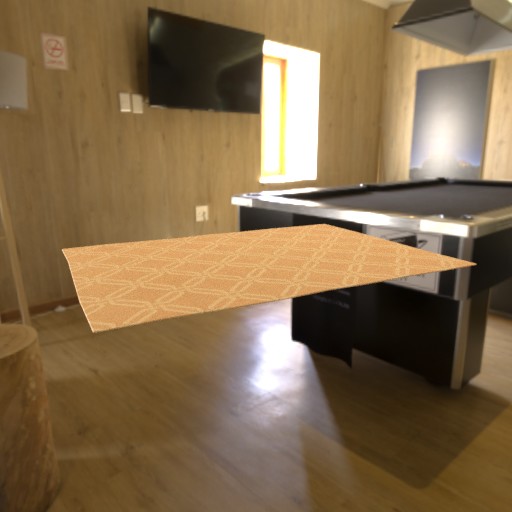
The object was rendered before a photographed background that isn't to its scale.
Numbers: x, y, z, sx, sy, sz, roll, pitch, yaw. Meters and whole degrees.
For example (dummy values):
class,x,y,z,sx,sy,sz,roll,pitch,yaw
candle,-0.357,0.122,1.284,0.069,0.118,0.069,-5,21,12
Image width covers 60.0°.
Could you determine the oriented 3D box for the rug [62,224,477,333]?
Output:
class,x,y,z,sx,sy,sz,roll,pitch,yaw
rug,0.000,0.000,2.754,2.135,0.013,1.524,-7,16,-26
